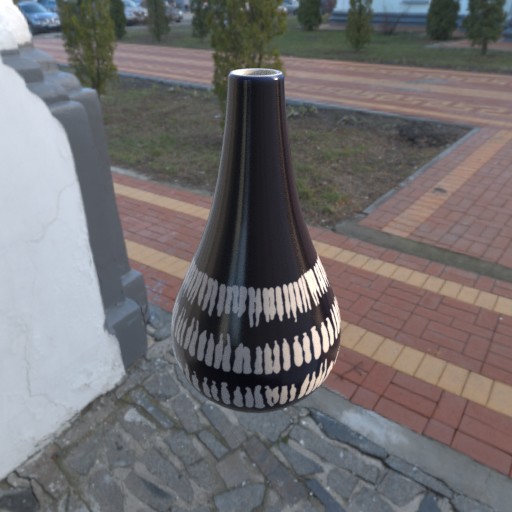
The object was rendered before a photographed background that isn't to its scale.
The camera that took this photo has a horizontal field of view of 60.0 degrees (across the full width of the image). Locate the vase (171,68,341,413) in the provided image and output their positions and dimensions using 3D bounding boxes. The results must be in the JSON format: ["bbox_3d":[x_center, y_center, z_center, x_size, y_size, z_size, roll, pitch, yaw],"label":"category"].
[{"bbox_3d":[0.000,0.000,0.381,0.159,0.295,0.159,0,30,0],"label":"vase"}]
